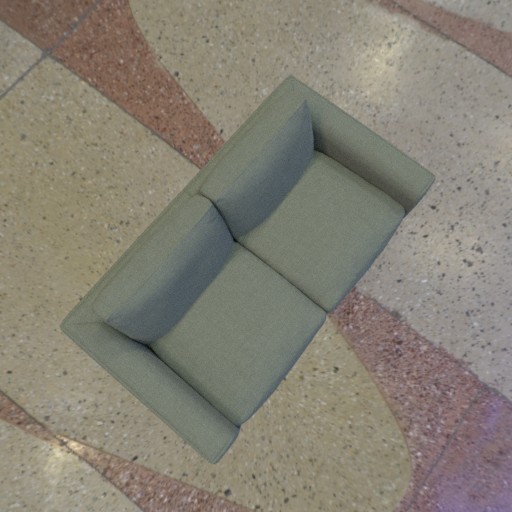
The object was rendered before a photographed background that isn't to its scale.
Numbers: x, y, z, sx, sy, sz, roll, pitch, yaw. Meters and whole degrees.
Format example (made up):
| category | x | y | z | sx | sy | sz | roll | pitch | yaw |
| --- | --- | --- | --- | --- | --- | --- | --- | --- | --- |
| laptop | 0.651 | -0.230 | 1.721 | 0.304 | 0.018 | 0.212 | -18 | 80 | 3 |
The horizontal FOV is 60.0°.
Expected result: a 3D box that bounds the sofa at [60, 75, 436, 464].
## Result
| category | x | y | z | sx | sy | sz | roll | pitch | yaw |
| --- | --- | --- | --- | --- | --- | --- | --- | --- | --- |
| sofa | 0.000 | 0.000 | 2.467 | 1.069 | 0.800 | 1.920 | 38 | 79 | 9 |
